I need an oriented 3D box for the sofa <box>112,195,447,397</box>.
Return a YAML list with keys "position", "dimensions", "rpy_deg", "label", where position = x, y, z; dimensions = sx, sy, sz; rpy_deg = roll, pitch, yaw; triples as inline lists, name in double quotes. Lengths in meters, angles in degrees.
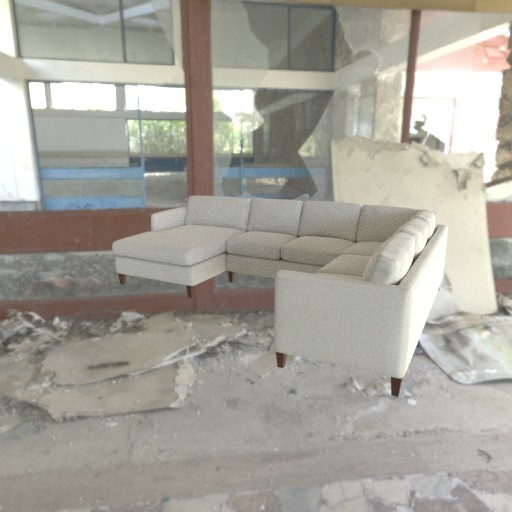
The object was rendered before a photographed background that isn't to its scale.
- position: [0.000, 0.000, 4.601]
  dimensions: [3.459, 0.956, 2.593]
  rpy_deg: [7, 16, 27]
  label: "sofa"
